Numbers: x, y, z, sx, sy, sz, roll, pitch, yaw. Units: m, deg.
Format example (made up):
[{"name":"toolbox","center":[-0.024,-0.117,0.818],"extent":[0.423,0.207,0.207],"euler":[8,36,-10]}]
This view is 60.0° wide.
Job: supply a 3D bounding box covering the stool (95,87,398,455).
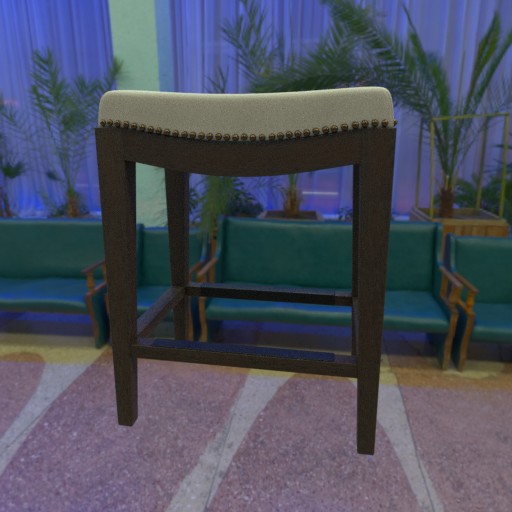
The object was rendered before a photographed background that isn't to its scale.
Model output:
[{"name":"stool","center":[0.000,0.000,0.930],"extent":[0.500,0.642,0.361],"euler":[3,17,9]}]
